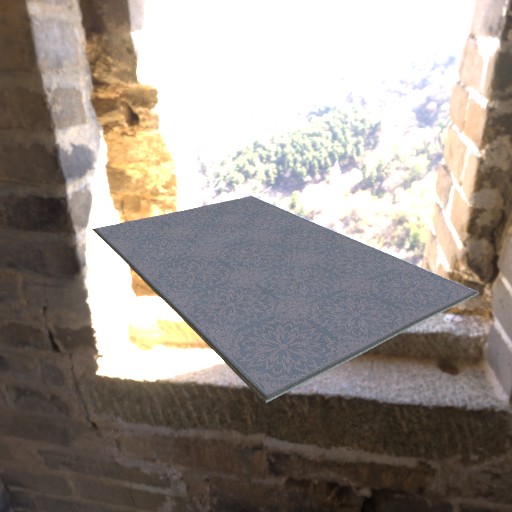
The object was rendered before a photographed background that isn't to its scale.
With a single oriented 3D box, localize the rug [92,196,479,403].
[{"bbox_3d":[0.000,0.000,3.582,1.819,0.018,2.746,-16,29,-31],"label":"rug"}]
